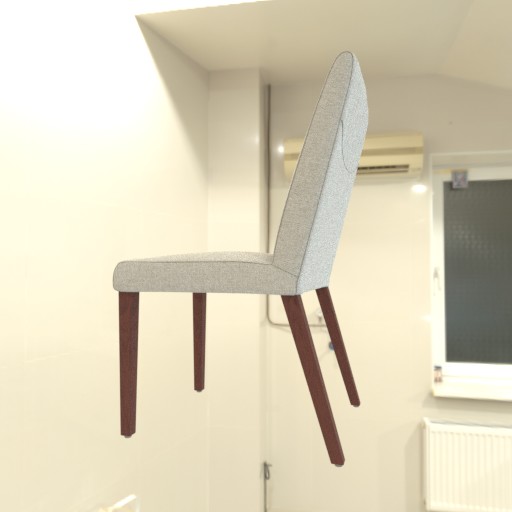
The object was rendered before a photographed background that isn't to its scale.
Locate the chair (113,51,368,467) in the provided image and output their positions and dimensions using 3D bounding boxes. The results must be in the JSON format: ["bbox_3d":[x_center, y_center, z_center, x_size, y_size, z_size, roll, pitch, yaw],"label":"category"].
[{"bbox_3d":[0.000,0.000,1.222,0.594,0.900,0.480,0,-1,18],"label":"chair"}]
